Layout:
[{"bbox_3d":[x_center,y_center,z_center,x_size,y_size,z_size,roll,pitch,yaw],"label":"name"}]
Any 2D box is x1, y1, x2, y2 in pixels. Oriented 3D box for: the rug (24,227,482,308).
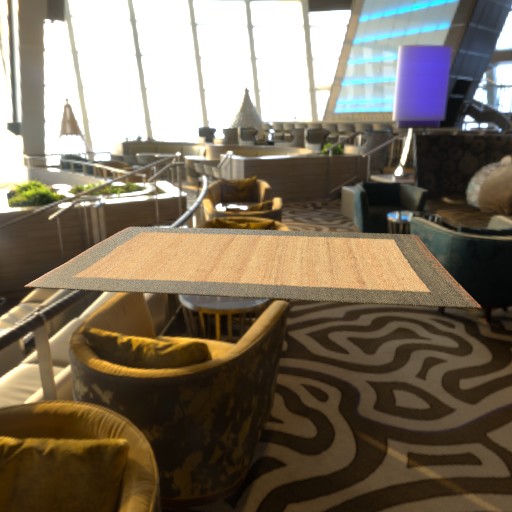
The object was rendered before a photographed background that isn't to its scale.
[{"bbox_3d":[0.000,0.000,3.028,2.435,0.006,1.521,2,17,7],"label":"rug"}]
